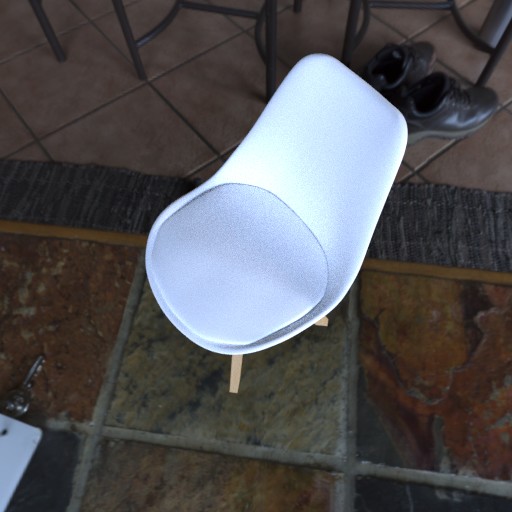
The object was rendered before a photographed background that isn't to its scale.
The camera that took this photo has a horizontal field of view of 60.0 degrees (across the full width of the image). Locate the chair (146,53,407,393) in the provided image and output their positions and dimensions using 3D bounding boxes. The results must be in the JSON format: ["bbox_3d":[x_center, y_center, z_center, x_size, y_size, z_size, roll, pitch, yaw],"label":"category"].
[{"bbox_3d":[0.000,0.000,1.158,0.550,0.849,0.485,-33,67,-16],"label":"chair"}]
